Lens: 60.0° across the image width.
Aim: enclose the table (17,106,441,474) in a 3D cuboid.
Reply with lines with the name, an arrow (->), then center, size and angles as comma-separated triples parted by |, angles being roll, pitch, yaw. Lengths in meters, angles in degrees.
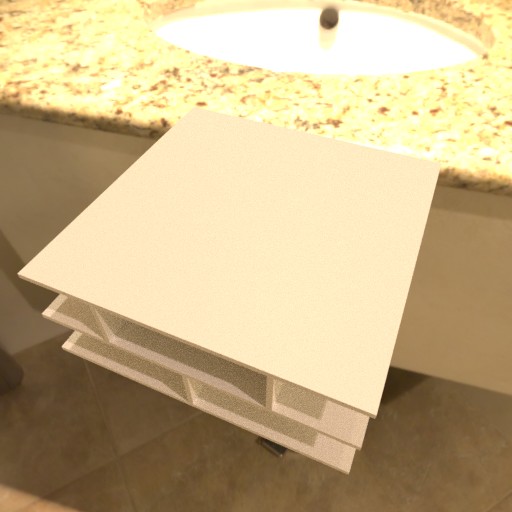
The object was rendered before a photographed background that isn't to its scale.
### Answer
table -> 0.000, 0.000, 1.084 | 0.700, 0.289, 0.700 | 18, 50, 16
